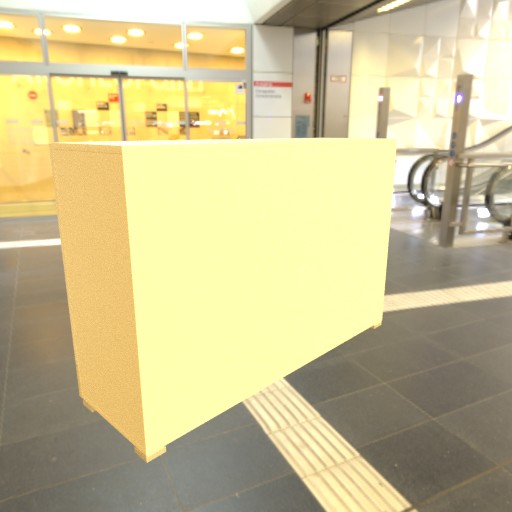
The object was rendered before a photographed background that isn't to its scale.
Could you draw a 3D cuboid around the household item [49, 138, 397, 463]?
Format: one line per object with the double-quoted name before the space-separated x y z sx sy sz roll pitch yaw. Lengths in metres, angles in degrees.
"household item" 0.000 0.000 1.715 0.420 0.867 1.300 15 22 42
